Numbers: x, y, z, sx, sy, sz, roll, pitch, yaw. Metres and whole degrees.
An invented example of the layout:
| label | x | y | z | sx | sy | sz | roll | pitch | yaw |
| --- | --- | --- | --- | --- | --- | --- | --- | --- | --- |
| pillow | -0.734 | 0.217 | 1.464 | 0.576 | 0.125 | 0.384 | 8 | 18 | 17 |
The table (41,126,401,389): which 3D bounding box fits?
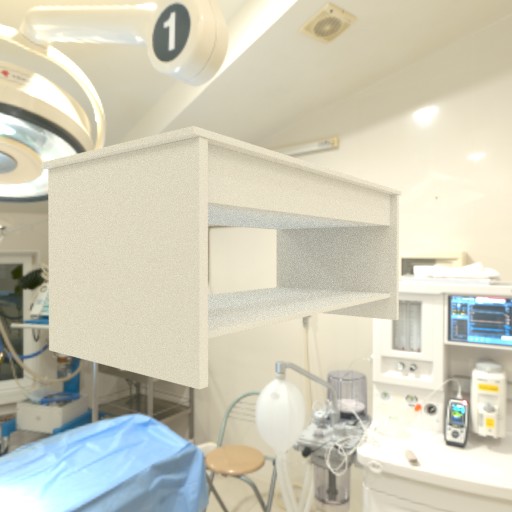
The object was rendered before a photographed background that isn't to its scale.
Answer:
| label | x | y | z | sx | sy | sz | roll | pitch | yaw |
| --- | --- | --- | --- | --- | --- | --- | --- | --- | --- |
| table | 0.000 | 0.000 | 1.281 | 0.500 | 0.441 | 1.000 | 0 | 1 | 37 |
